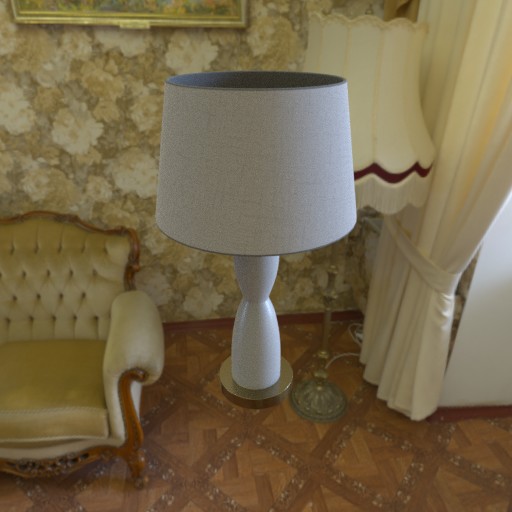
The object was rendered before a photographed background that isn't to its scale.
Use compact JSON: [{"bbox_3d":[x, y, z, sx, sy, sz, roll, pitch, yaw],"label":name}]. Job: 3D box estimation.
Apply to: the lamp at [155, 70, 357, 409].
[{"bbox_3d":[0.000,0.000,0.729,0.309,0.545,0.309,0,27,0],"label":"lamp"}]
